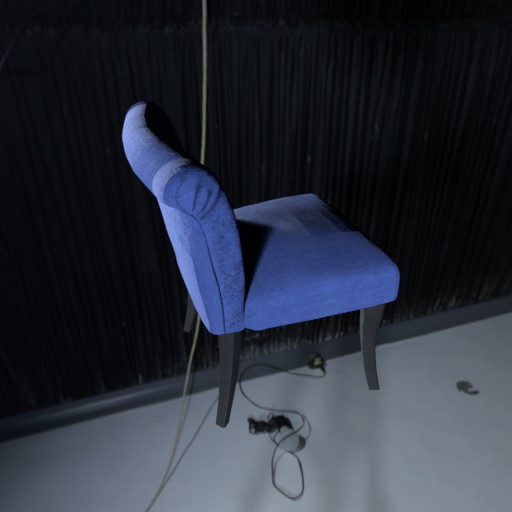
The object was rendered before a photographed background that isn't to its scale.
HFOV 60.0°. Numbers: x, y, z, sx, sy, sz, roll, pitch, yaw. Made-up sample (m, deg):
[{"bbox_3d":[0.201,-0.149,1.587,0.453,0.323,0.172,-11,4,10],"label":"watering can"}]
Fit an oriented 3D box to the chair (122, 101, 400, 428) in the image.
[{"bbox_3d":[0.000,0.000,1.219,0.606,0.753,0.585,-11,33,-17],"label":"chair"}]
